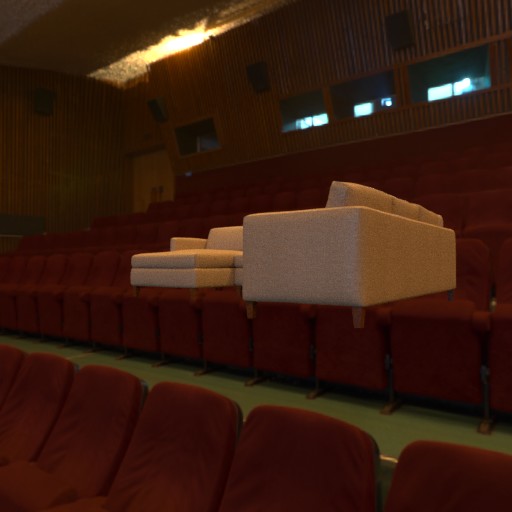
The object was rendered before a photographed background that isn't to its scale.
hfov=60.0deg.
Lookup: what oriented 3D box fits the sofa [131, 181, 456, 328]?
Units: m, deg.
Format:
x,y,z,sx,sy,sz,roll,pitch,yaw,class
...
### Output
x,y,z,sx,sy,sz,roll,pitch,yaw,class
0.000,0.000,4.710,3.460,0.961,2.594,-1,-1,36,sofa
